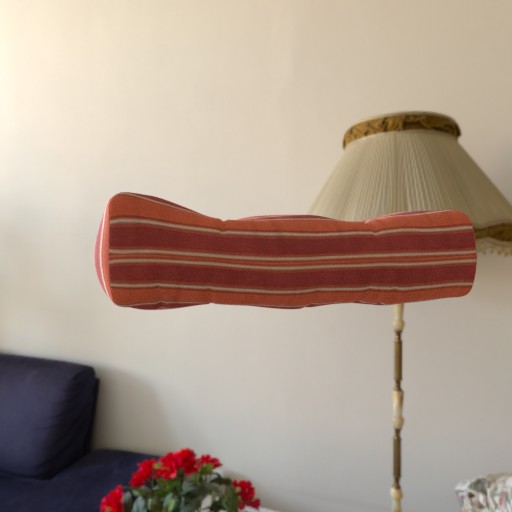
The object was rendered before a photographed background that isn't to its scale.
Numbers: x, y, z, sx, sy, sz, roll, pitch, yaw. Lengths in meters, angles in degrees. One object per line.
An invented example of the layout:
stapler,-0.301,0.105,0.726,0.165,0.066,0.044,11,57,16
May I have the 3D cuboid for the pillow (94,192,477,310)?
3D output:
pillow,0.000,0.000,0.723,0.468,0.133,0.490,0,0,-16
